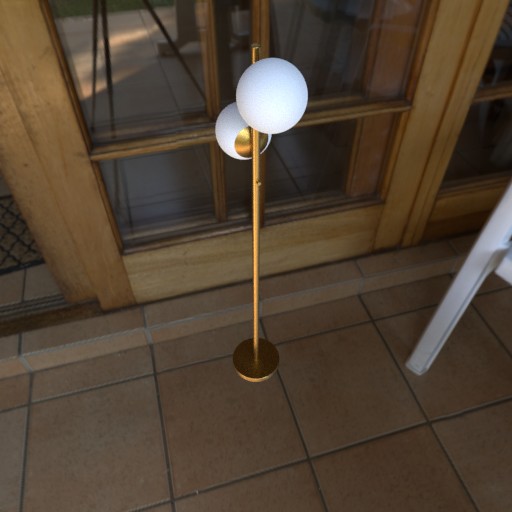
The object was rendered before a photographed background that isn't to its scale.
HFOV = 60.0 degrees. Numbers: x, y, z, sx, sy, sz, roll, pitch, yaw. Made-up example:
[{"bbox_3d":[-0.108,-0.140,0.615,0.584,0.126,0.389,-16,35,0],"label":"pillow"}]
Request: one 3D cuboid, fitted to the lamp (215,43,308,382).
[{"bbox_3d":[0.000,0.000,1.776,0.249,1.641,0.419,-16,49,-15],"label":"lamp"}]
